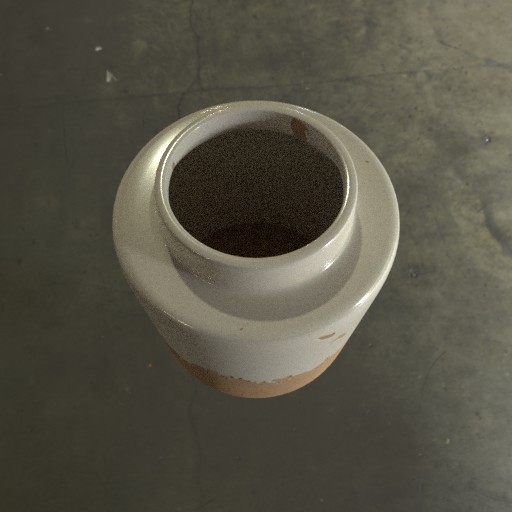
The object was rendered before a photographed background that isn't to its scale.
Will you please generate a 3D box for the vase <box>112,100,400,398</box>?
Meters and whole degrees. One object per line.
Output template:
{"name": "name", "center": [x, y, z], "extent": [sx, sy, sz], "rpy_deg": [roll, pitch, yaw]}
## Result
{"name": "vase", "center": [0.000, 0.000, 0.286], "extent": [0.153, 0.167, 0.153], "rpy_deg": [0, 63, 0]}
